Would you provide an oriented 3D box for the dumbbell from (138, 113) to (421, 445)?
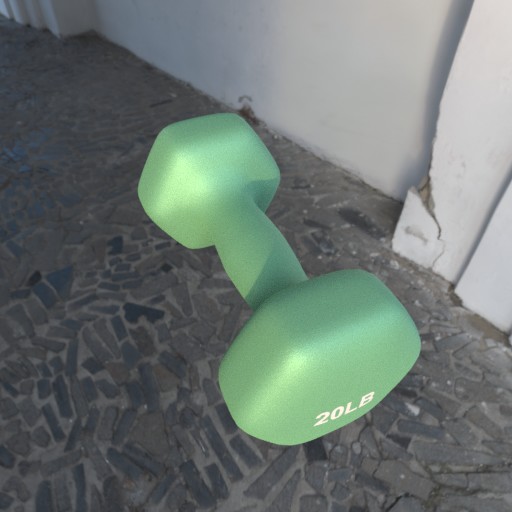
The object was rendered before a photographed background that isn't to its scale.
[{"bbox_3d":[0.000,0.000,0.334,0.129,0.117,0.260,-17,48,-16],"label":"dumbbell"}]
